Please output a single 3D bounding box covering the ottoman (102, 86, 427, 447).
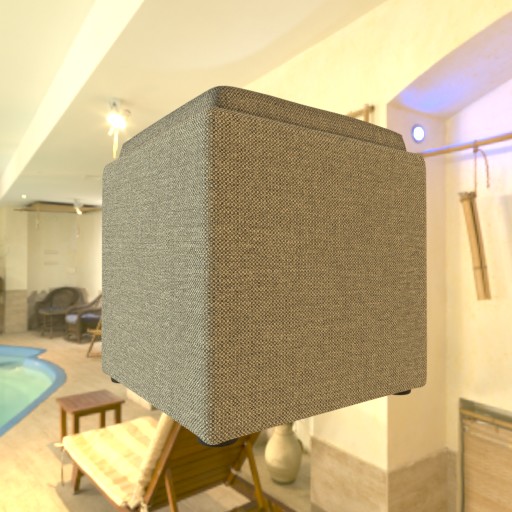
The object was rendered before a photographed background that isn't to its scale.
[{"bbox_3d":[0.000,0.000,0.840,0.454,0.487,0.436,0,-1,-36],"label":"ottoman"}]
